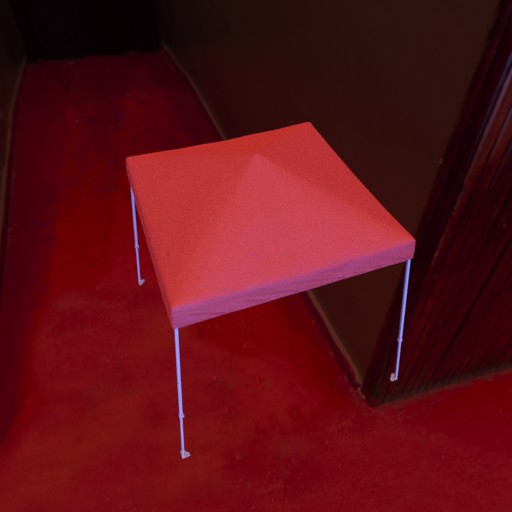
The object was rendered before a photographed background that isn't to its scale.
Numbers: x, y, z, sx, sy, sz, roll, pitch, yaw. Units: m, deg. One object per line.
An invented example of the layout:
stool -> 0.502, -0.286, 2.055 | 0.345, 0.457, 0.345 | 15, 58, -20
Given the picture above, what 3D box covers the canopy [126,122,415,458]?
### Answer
canopy -> 0.000, 0.000, 6.694 | 3.599, 3.600, 3.600 | -15, 48, -14
